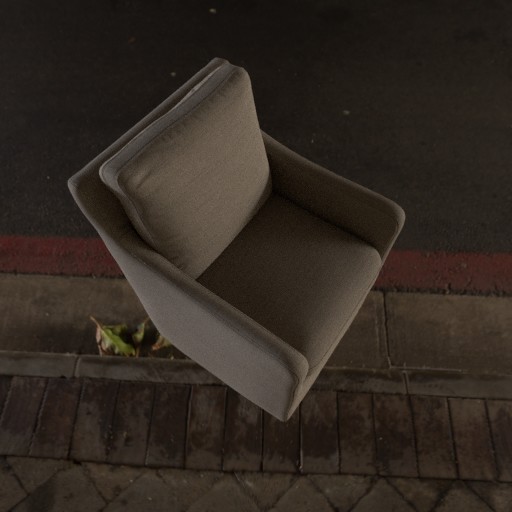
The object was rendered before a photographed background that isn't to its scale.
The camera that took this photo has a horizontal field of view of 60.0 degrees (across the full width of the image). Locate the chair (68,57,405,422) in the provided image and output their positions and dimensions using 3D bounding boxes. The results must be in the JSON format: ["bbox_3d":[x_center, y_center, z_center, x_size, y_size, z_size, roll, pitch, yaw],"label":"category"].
[{"bbox_3d":[0.000,0.000,1.395,0.694,0.914,0.626,31,64,17],"label":"chair"}]
